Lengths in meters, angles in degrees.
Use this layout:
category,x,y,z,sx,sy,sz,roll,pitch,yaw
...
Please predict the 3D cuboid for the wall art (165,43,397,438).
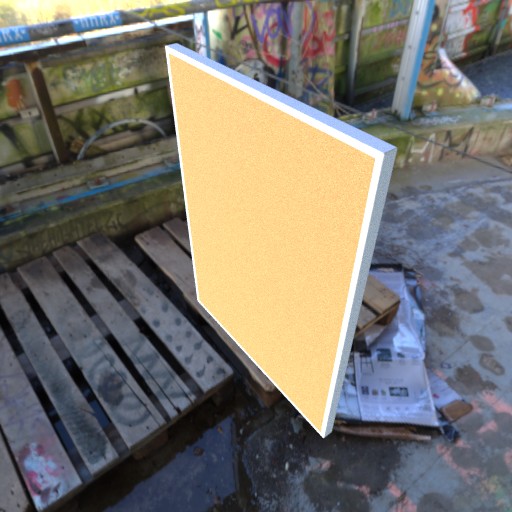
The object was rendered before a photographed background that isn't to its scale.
category,x,y,z,sx,sy,sz,roll,pitch,yaw
wall art,0.000,0.000,1.592,0.046,1.221,0.914,-27,48,-27
